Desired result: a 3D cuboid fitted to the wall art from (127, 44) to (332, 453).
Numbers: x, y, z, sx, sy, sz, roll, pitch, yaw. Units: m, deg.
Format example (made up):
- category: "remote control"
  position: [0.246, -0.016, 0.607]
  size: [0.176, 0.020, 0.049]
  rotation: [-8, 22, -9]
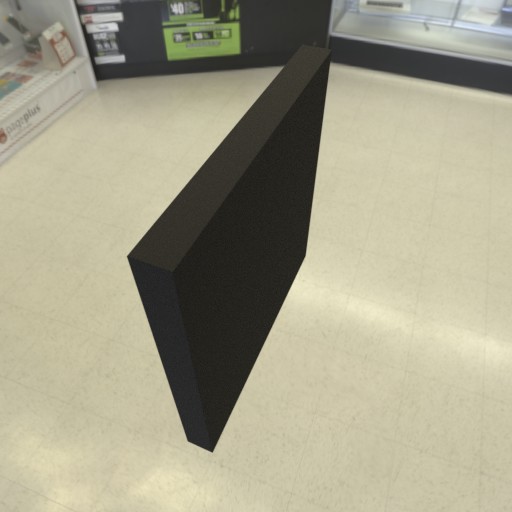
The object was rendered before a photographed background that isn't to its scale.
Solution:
- category: "wall art"
  position: [0.000, 0.000, 0.460]
  size: [0.030, 0.305, 0.308]
  rotation: [18, 51, 15]
